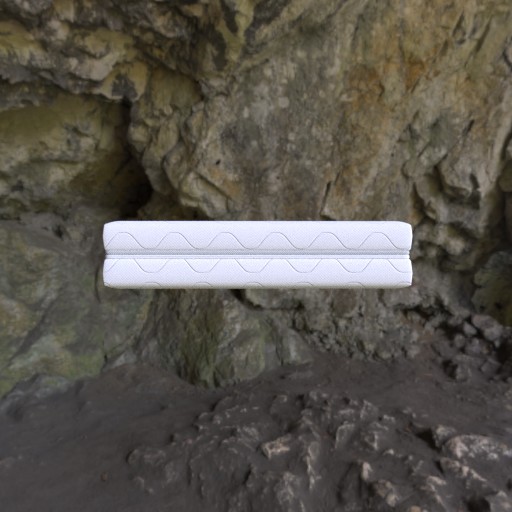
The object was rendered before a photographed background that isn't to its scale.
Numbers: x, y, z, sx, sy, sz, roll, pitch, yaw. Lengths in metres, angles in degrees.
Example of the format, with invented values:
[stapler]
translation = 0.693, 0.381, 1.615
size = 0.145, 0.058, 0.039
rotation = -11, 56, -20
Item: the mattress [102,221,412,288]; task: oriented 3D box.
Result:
[mattress]
translation = 0.000, 0.000, 2.227
size = 0.900, 0.200, 1.900
rotation = 0, 0, 0
